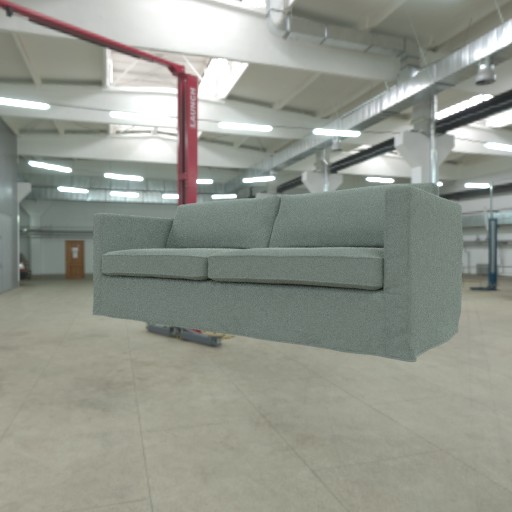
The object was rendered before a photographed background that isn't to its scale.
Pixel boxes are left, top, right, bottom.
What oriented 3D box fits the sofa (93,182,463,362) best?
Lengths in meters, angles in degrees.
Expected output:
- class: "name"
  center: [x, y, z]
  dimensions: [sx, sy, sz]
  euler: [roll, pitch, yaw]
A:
- class: "sofa"
  center: [0.000, 0.000, 2.861]
  dimensions: [2.312, 0.853, 0.962]
  euler: [0, 1, 37]
